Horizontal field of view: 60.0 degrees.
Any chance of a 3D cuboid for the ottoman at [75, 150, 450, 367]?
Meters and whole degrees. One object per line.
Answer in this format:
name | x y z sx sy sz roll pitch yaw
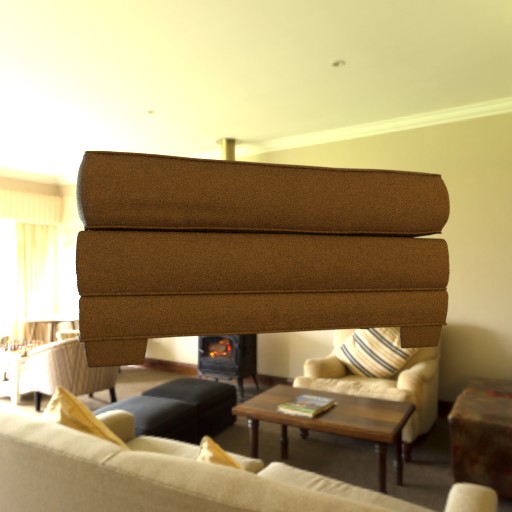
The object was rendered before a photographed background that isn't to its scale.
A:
ottoman | 0.000 0.000 1.167 0.864 0.448 0.490 0 -2 -17
